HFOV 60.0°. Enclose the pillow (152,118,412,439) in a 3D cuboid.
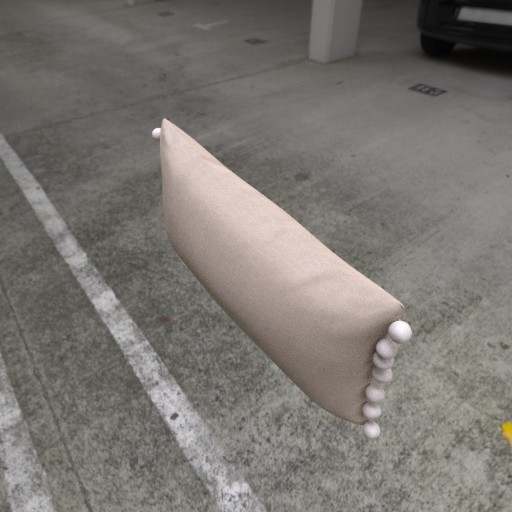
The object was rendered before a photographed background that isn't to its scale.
[{"bbox_3d":[0.000,0.000,0.856,0.201,0.322,0.709,-26,48,-26],"label":"pillow"}]
